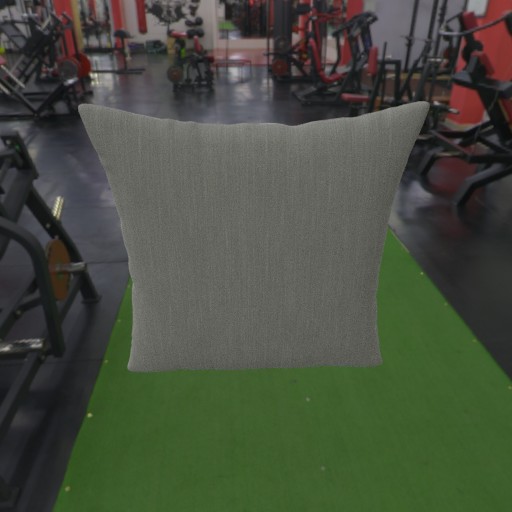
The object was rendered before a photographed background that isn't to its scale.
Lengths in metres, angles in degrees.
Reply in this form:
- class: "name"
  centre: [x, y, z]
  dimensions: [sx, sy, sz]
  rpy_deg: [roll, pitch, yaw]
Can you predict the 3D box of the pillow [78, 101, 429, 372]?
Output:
- class: "pillow"
  centre: [0.000, 0.000, 0.766]
  dimensions: [0.511, 0.509, 0.161]
  rpy_deg: [-1, 29, -2]
